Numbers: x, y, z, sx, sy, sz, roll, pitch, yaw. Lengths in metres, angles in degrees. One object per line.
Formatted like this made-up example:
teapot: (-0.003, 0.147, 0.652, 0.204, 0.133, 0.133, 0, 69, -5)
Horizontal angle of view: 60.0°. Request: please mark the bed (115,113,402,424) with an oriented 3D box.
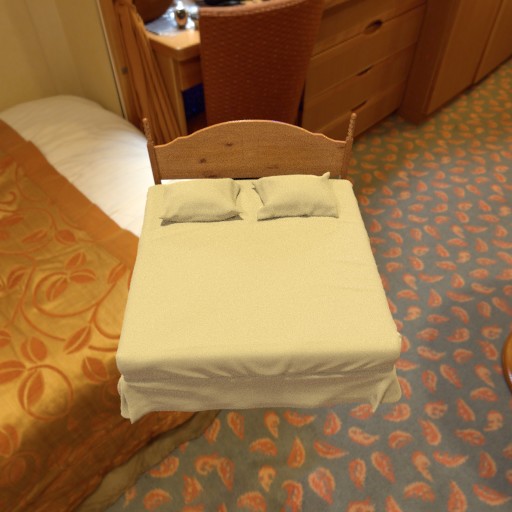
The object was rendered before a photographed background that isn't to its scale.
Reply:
bed: (0.000, 0.000, 3.701, 2.322, 1.355, 2.219, -2, 47, -2)
